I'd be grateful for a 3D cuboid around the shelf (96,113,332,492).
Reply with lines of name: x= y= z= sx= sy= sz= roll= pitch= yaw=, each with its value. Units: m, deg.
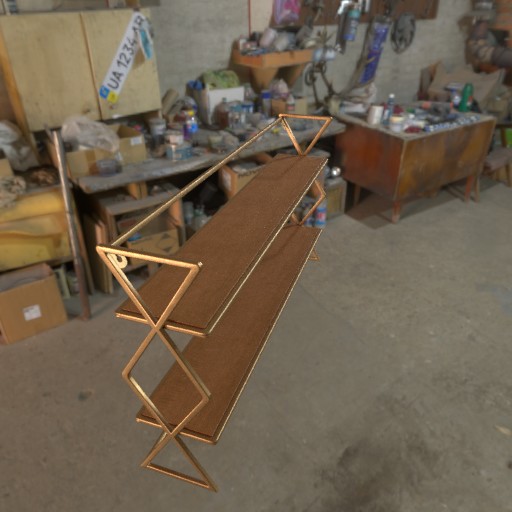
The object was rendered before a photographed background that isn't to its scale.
shelf: x=0.000 y=0.000 z=0.994 sx=0.150 sy=0.450 sz=0.822 roll=10 pitch=31 yaw=17
